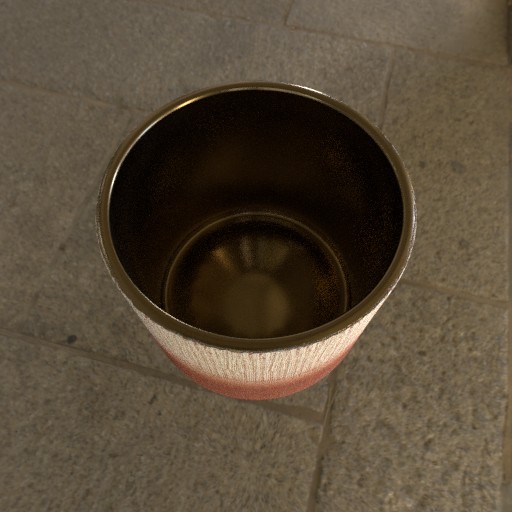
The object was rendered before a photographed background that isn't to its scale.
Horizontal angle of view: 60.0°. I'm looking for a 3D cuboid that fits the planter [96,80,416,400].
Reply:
[{"bbox_3d":[0.000,0.000,0.445,0.254,0.221,0.254,0,64,0],"label":"planter"}]
